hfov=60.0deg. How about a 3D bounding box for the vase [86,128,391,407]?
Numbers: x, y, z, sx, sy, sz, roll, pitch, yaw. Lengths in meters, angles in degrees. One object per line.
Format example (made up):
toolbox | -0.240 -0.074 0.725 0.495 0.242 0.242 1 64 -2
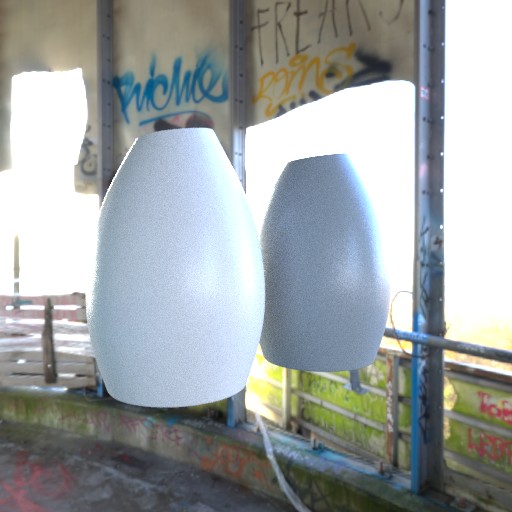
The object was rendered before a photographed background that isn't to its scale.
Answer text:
vase | 0.000 0.000 0.256 0.187 0.131 0.089 -1 1 -35
